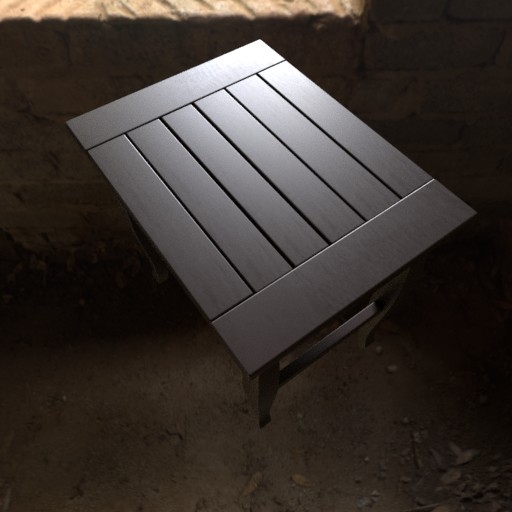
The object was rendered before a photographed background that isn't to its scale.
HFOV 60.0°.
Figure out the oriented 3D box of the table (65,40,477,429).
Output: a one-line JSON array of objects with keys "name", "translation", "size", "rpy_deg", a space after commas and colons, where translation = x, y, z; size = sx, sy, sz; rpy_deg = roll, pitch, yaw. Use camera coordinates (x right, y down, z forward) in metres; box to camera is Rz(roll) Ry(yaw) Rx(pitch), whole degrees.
[{"name": "table", "translation": [0.000, 0.000, 1.035], "size": [0.460, 0.605, 0.602], "rpy_deg": [-31, 63, -18]}]
